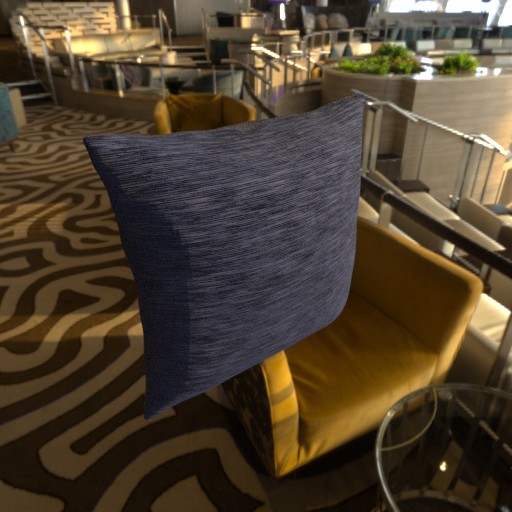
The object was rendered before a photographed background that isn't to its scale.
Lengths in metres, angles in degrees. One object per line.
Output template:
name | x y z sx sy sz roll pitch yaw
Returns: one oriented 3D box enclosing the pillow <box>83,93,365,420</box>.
pillow | 0.000 0.000 0.686 0.452 0.439 0.204 -21 36 -32
